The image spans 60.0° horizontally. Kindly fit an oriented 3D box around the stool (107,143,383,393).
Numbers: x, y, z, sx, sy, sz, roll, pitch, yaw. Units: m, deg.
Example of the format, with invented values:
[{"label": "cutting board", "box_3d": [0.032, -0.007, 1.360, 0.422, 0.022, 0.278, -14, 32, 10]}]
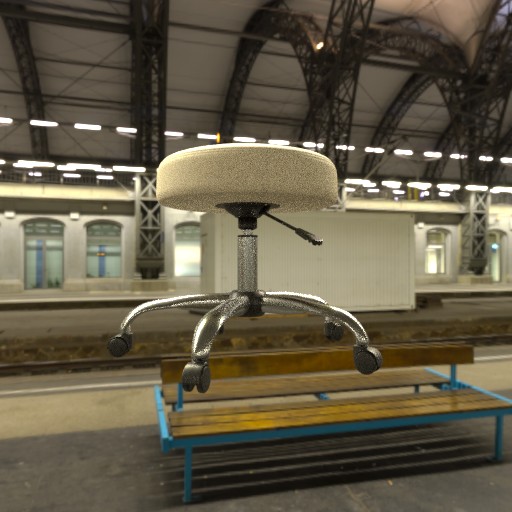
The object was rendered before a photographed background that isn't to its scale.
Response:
[{"label": "stool", "box_3d": [0.000, 0.000, 1.096, 0.614, 0.482, 0.634, 0, 0, -38]}]
